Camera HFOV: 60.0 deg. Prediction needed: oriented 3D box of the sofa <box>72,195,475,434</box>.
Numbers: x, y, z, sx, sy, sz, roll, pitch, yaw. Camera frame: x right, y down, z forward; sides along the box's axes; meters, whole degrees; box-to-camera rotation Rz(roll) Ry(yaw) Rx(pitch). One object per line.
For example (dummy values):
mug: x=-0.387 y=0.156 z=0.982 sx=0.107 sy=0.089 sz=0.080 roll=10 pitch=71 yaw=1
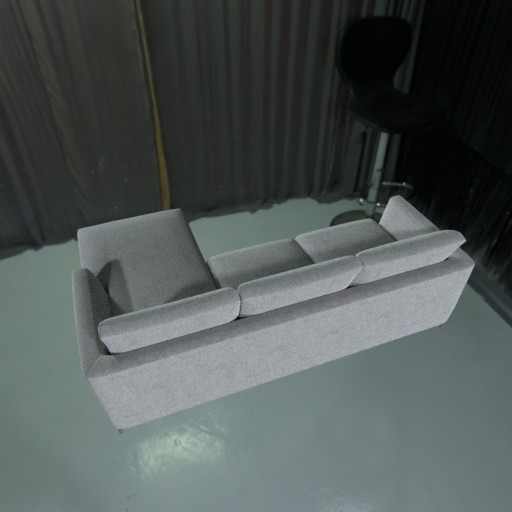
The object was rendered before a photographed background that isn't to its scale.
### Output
sofa: x=0.000 y=0.000 z=3.178 sx=2.438 sy=0.864 sz=1.626 roll=-14 pitch=43 yaw=-16
